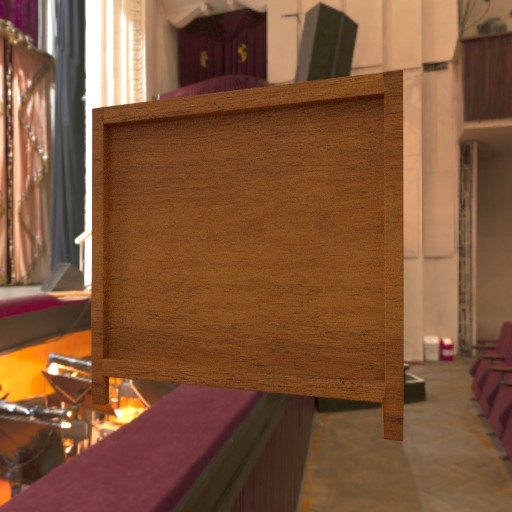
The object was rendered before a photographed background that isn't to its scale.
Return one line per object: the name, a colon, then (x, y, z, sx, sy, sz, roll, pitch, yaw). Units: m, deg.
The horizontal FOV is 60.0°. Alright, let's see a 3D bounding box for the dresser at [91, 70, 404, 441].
dresser: (0.000, 0.000, 1.279, 0.804, 0.804, 0.427, 0, 0, 18)
